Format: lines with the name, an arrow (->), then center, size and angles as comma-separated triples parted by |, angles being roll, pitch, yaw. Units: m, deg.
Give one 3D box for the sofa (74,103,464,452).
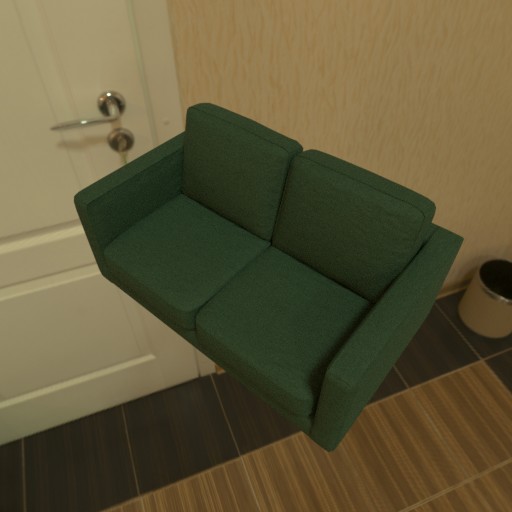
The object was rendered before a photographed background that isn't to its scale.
sofa -> 0.000, 0.000, 2.006 | 1.430, 0.899, 0.879 | 31, 54, 26
